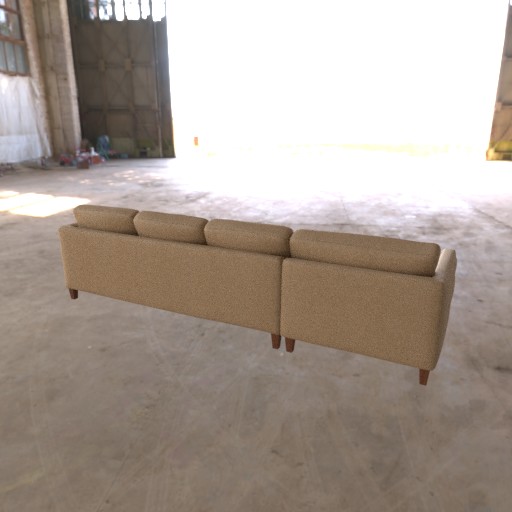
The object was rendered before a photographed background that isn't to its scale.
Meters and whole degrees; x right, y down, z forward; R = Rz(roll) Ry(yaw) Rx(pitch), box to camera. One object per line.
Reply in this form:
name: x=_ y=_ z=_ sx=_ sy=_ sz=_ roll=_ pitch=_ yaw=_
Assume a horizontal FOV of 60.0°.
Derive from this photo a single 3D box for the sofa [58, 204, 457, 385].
sofa: x=0.000 y=0.000 z=3.882 sx=3.201 sy=0.876 sz=1.502 roll=8 pitch=19 yaw=26
